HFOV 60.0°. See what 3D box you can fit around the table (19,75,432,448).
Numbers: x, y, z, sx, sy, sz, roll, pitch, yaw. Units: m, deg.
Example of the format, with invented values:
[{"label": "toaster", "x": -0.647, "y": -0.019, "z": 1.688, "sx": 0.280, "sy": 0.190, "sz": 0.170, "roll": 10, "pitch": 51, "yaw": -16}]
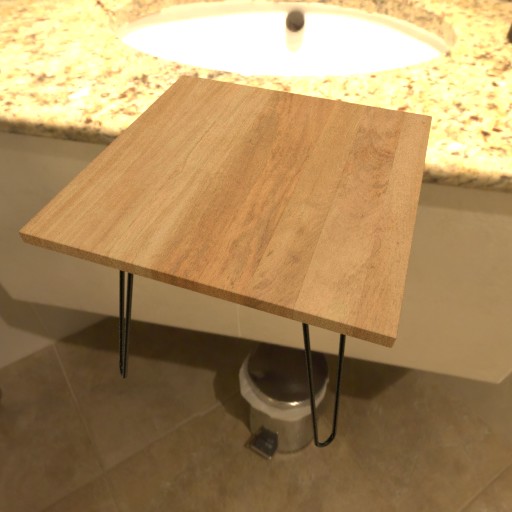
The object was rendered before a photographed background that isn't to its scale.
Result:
[{"label": "table", "x": 0.000, "y": 0.000, "z": 1.017, "sx": 0.599, "sy": 0.500, "sz": 0.599, "roll": 15, "pitch": 48, "yaw": 13}]
